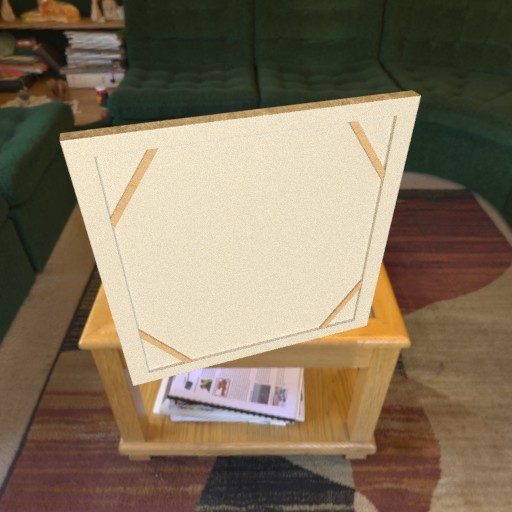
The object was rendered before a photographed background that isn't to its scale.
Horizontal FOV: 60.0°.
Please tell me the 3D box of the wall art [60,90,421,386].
[{"bbox_3d":[0.000,0.000,1.651,1.092,1.091,0.051,-12,41,-14],"label":"wall art"}]
